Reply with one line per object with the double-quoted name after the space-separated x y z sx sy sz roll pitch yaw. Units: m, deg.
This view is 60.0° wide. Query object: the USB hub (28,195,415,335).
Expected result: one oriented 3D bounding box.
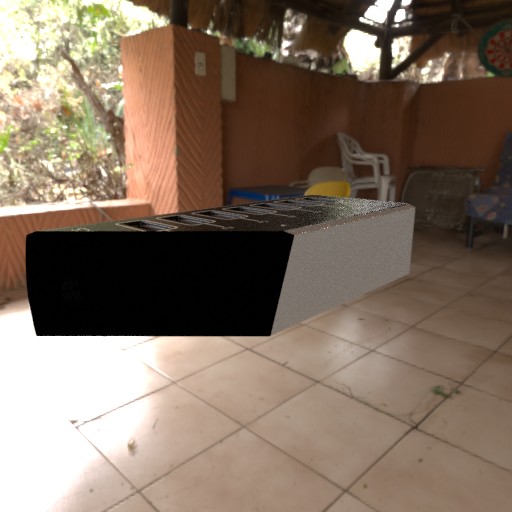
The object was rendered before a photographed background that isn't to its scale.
0.000 0.000 0.125 0.044 0.023 0.110 13 19 42 "USB hub"
